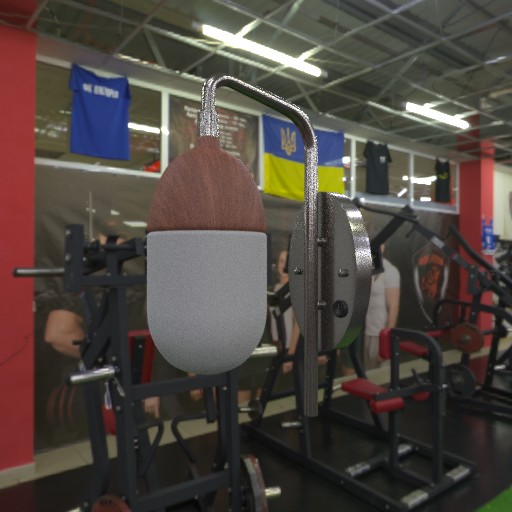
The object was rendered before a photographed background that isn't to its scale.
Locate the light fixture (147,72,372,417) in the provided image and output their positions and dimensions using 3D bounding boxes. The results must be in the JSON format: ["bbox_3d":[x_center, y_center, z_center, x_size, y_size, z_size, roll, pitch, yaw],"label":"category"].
[{"bbox_3d":[0.000,0.000,0.437,0.216,0.343,0.108,0,0,-35],"label":"light fixture"}]
